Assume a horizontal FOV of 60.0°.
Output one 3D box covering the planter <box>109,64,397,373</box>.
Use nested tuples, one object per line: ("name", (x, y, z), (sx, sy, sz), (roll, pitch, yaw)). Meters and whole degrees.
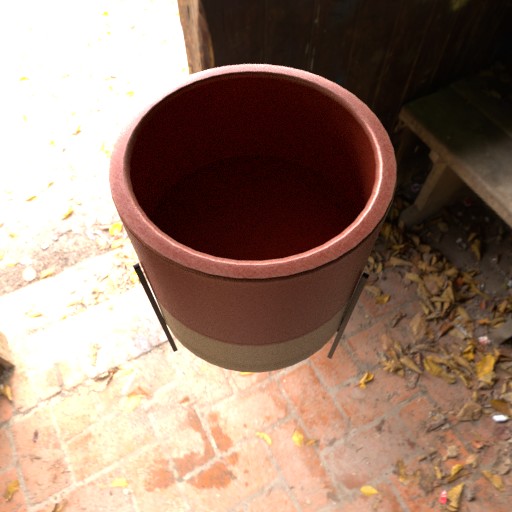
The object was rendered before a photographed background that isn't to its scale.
("planter", (0.000, 0.000, 0.725), (0.354, 0.465, 0.345), (29, 63, 16))
